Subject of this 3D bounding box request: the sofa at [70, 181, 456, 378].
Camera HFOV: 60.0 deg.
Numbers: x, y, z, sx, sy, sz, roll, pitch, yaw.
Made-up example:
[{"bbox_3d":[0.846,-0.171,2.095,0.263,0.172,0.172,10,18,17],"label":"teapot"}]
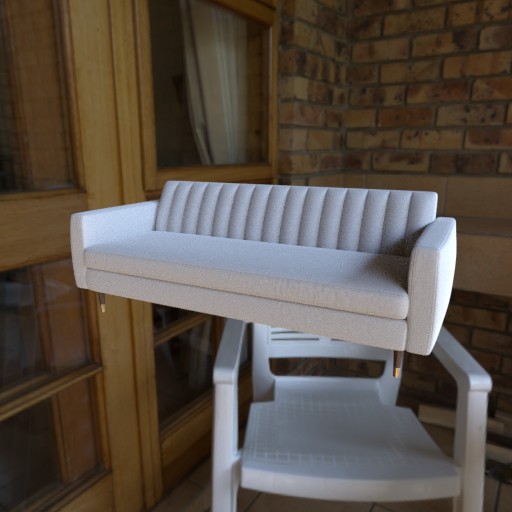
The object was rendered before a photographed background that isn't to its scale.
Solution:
[{"bbox_3d":[0.000,0.000,2.806,2.291,0.821,0.990,7,16,26],"label":"sofa"}]
